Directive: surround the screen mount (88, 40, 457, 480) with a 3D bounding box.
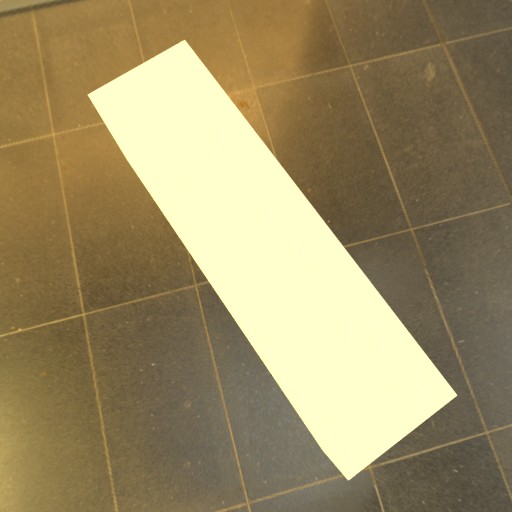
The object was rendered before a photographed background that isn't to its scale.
[{"bbox_3d":[0.000,0.000,1.718,0.400,0.619,1.490,-34,78,-8],"label":"screen mount"}]
